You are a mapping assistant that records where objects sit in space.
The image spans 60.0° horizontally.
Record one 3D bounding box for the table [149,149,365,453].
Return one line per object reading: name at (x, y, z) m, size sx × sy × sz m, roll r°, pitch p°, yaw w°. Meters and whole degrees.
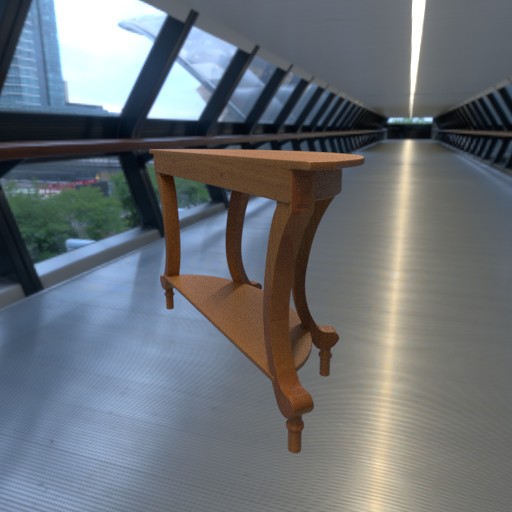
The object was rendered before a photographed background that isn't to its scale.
table at (0.000, 0.000, 1.518) m, size 0.394 × 0.692 × 1.198 m, roll -7°, pitch 16°, yaw -26°
